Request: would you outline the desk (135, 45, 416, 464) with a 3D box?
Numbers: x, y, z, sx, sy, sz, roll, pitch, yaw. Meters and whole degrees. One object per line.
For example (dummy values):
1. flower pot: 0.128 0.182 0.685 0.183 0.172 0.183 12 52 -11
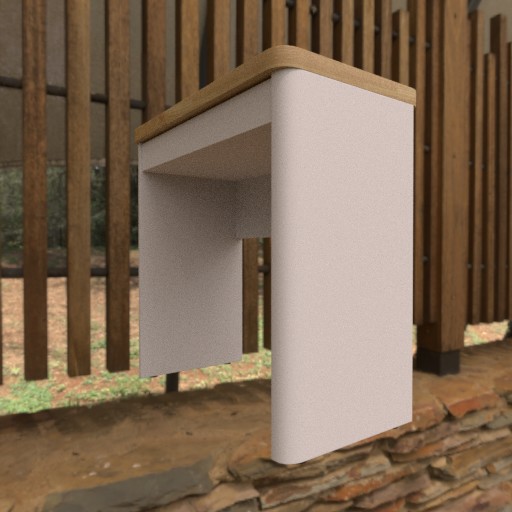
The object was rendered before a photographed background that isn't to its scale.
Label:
1. desk: 0.000 0.000 1.244 0.440 0.790 0.760 0 1 -36
